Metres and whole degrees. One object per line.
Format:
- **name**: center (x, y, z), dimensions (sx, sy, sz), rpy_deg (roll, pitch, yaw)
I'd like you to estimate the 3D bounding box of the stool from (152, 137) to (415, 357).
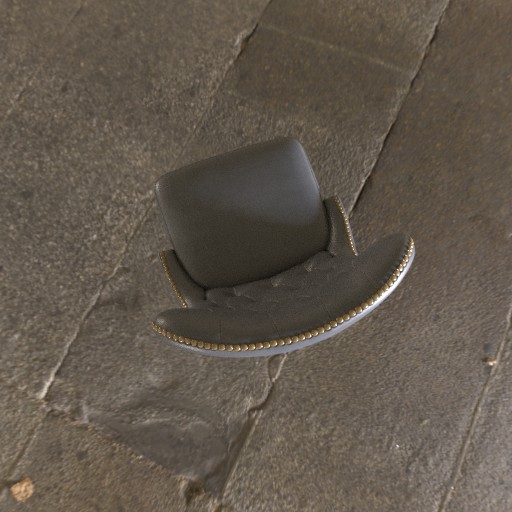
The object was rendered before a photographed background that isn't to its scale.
- **stool**: center (0.000, 0.000, 1.302), dimensions (0.528, 0.971, 0.593), rpy_deg (-18, 76, -5)
